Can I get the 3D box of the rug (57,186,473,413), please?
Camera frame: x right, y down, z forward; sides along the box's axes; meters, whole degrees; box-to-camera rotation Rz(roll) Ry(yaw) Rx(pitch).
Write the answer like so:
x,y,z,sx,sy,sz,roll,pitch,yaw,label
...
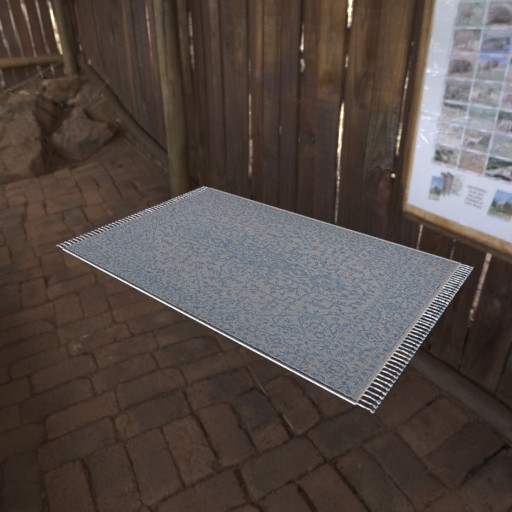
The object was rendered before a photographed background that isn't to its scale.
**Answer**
x,y,z,sx,sy,sz,roll,pitch,yaw,label
0.000,0.000,3.041,2.438,0.010,1.524,21,36,32,rug
